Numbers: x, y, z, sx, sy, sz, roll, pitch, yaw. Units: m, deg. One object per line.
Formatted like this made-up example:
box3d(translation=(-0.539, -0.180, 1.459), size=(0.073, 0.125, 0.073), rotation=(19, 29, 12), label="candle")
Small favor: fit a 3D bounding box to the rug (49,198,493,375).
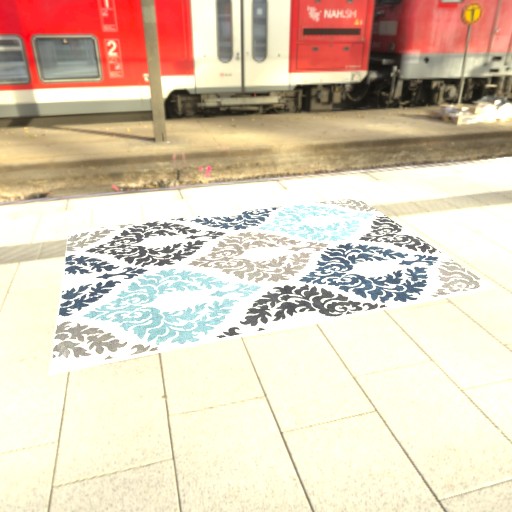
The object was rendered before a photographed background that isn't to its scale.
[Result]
box3d(translation=(0.000, 0.000, 2.769), size=(2.275, 0.014, 1.514), rotation=(-8, 28, -16), label="rug")
